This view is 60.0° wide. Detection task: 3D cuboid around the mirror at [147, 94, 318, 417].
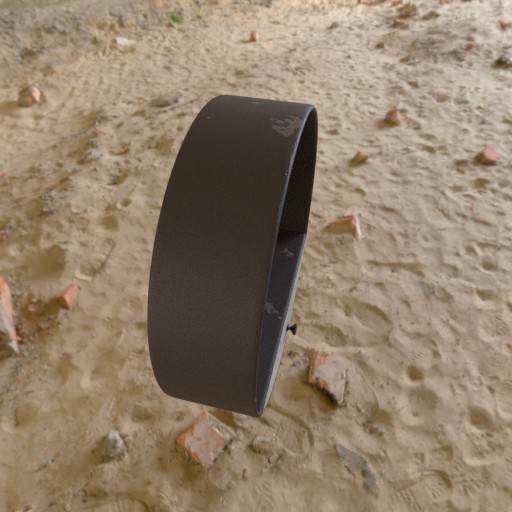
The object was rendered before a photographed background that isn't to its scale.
[{"bbox_3d":[0.000,0.000,0.578,0.126,0.386,0.386,10,46,10],"label":"mirror"}]
